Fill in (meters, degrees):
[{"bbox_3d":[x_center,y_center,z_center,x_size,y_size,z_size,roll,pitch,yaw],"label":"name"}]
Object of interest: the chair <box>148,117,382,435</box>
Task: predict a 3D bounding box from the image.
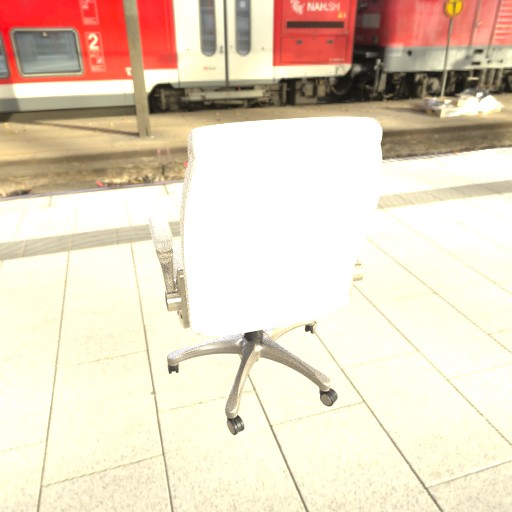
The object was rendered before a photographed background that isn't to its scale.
[{"bbox_3d":[0.000,0.000,1.648,0.740,1.110,0.794,-10,29,-17],"label":"chair"}]
